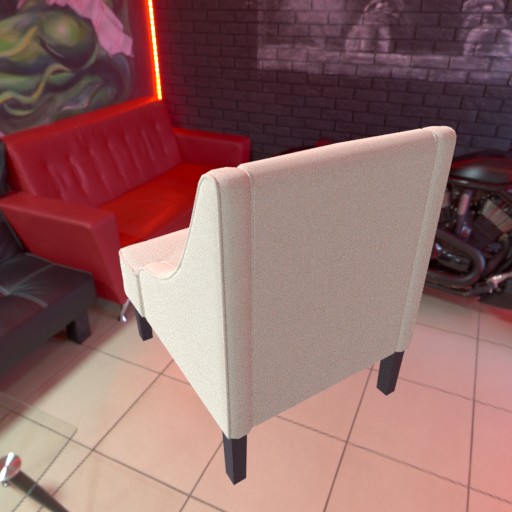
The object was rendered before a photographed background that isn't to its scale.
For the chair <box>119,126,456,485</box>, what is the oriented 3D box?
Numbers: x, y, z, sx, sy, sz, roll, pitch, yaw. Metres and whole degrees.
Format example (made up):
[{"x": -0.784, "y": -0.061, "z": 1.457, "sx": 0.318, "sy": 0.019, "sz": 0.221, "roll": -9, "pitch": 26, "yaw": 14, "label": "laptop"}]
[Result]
[{"x": 0.000, "y": 0.000, "z": 1.423, "sx": 0.689, "sy": 0.886, "sz": 0.806, "roll": -18, "pitch": 34, "yaw": -28, "label": "chair"}]
